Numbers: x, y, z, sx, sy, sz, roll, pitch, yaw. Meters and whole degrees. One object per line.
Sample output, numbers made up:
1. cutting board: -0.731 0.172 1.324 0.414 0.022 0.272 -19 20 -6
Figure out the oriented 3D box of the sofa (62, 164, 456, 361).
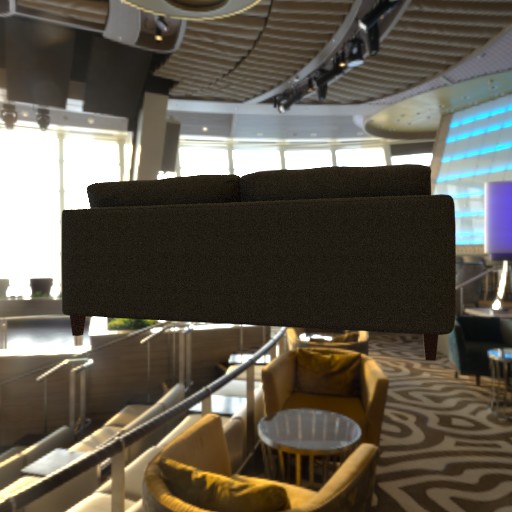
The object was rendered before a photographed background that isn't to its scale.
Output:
1. sofa: 0.000 0.000 2.773 2.208 0.965 0.948 0 0 18
